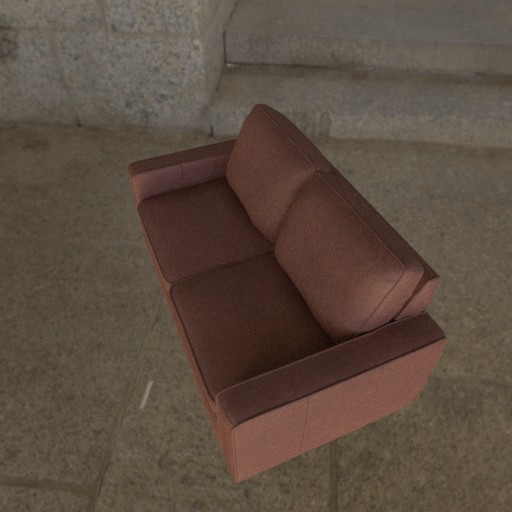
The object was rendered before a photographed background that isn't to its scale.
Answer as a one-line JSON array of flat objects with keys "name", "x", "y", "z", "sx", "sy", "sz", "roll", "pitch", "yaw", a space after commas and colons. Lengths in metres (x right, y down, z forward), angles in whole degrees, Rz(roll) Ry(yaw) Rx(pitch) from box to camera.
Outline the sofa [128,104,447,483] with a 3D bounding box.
[{"name": "sofa", "x": 0.000, "y": 0.000, "z": 2.241, "sx": 0.947, "sy": 0.918, "sz": 1.709, "roll": -17, "pitch": 48, "yaw": -16}]
